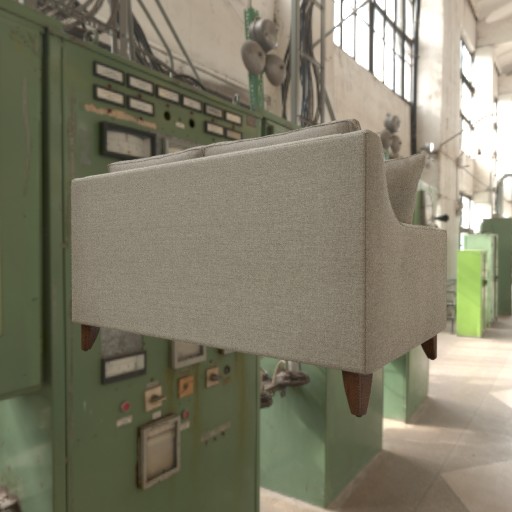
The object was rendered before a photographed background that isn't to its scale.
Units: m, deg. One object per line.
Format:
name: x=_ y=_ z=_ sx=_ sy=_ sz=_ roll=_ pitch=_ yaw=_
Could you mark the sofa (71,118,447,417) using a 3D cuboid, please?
sofa: x=0.000 y=0.000 z=1.938 sx=1.422 sy=0.863 sz=0.915 roll=1 pitch=1 yaw=37
